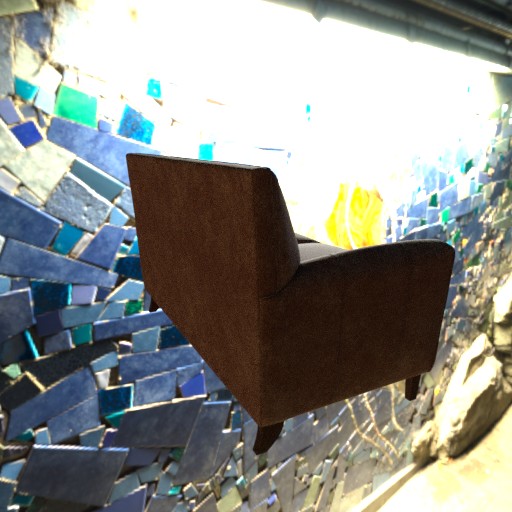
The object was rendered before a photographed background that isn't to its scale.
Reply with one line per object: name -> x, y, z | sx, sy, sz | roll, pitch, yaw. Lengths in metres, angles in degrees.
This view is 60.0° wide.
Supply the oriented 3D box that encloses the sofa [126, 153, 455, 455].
sofa -> 0.000, 0.000, 1.965 | 0.787, 0.871, 1.473 | -7, 16, -26
